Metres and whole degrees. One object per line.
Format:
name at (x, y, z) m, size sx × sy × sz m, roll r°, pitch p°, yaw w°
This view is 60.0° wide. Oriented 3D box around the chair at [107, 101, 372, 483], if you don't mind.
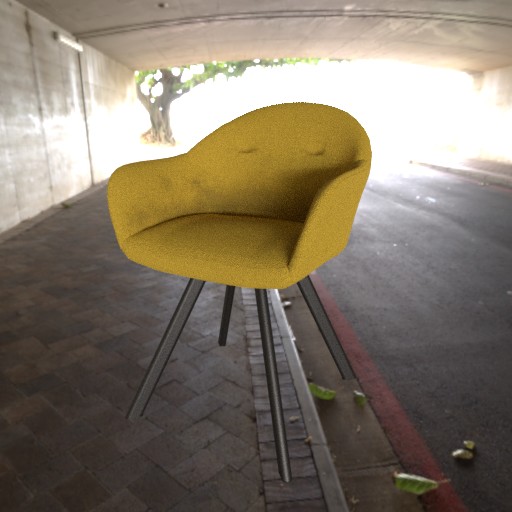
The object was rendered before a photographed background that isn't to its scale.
chair at (0.000, 0.000, 1.148) m, size 0.545 × 0.775 × 0.565 m, roll 9°, pitch 19°, yaw 27°
